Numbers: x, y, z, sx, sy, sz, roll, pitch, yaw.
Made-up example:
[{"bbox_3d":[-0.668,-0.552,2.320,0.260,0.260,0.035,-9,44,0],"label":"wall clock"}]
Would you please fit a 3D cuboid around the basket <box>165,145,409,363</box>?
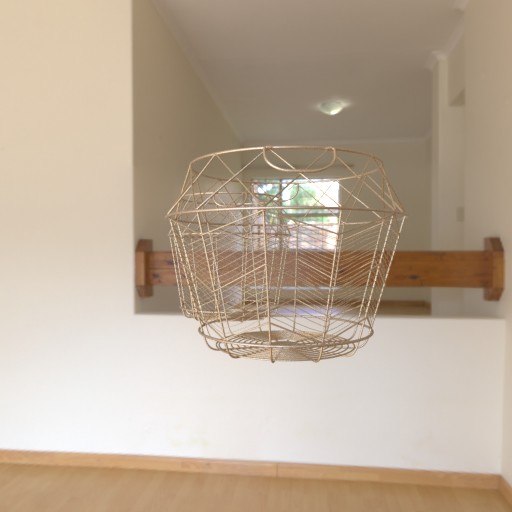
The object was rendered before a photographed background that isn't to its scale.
[{"bbox_3d":[0.000,0.000,1.021,0.451,0.343,0.805,0,1,-18],"label":"basket"}]
